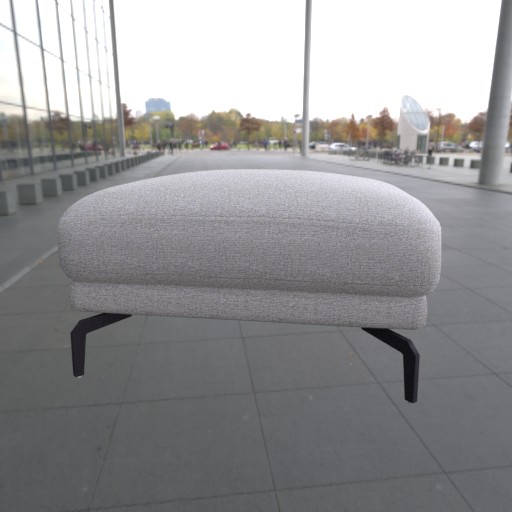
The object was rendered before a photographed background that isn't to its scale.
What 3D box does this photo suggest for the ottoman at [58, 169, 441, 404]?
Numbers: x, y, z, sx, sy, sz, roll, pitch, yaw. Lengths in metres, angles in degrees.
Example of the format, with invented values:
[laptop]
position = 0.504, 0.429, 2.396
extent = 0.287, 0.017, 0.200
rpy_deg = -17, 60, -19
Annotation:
[ottoman]
position = 0.000, 0.000, 1.109
extent = 0.772, 0.420, 0.568
rpy_deg = 2, 15, 8
